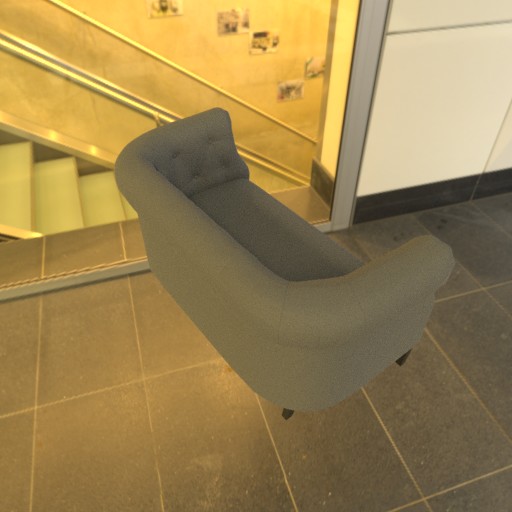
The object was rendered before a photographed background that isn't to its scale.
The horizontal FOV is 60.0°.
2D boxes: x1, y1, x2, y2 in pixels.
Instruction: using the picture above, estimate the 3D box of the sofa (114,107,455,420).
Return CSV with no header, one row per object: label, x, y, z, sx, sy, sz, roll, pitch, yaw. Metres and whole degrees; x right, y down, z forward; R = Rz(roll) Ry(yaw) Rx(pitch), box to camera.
sofa,0.000,0.000,2.099,0.835,0.827,1.558,-27,49,-27
